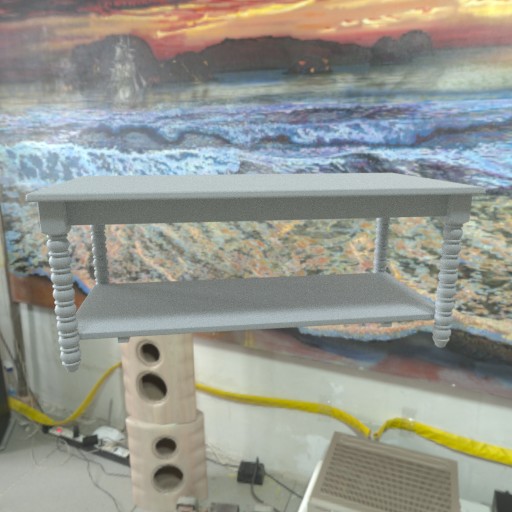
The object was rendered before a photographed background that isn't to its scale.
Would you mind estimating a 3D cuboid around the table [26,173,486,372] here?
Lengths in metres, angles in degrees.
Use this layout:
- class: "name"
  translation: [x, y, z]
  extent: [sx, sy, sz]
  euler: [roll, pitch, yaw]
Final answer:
- class: "table"
  translation: [0.000, 0.000, 1.445]
  extent: [1.171, 0.487, 0.580]
  euler: [-2, 15, -8]
